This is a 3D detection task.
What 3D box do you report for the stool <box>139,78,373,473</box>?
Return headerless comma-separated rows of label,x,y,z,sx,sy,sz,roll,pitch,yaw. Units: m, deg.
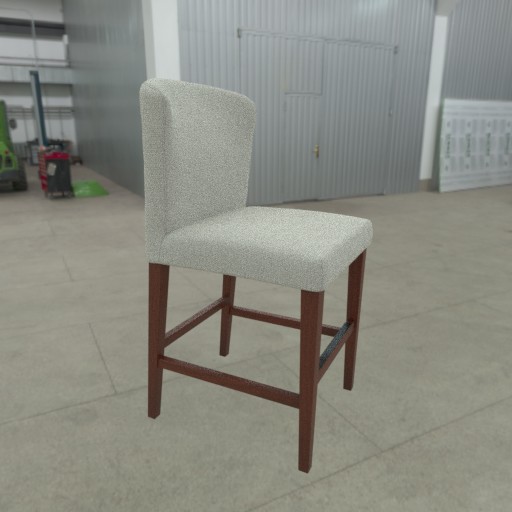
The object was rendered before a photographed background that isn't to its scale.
stool,0.000,0.000,1.279,0.568,0.969,0.481,8,19,26
